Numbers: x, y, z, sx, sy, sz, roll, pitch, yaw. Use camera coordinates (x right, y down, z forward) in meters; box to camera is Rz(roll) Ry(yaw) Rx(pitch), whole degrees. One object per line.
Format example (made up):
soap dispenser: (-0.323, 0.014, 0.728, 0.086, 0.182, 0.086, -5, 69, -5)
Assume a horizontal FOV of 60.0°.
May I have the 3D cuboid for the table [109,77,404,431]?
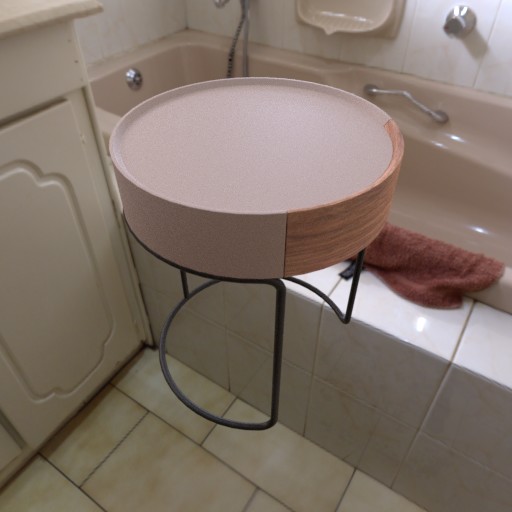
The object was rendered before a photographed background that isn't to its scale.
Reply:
table: (0.000, 0.000, 0.867, 0.450, 0.530, 0.450, 0, 42, 0)
